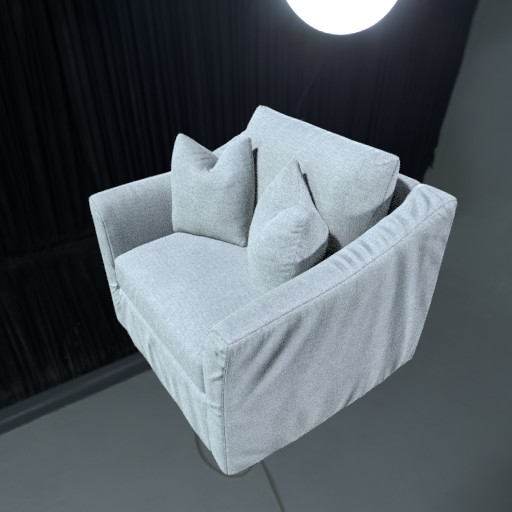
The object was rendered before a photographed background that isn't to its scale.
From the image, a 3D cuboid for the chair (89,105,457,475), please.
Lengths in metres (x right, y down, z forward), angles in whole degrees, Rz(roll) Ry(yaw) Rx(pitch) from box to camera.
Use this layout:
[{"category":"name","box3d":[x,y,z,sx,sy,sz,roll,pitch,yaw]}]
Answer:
[{"category":"chair","box3d":[0.000,0.000,1.996,1.071,1.059,1.194,-22,39,-29]}]
